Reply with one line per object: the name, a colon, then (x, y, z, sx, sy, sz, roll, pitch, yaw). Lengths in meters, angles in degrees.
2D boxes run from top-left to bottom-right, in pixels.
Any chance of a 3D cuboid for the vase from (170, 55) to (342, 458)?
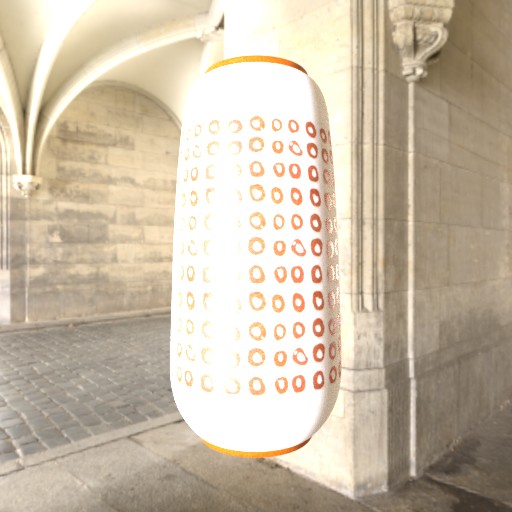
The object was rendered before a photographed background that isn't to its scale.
vase: (0.000, 0.000, 0.351, 0.133, 0.282, 0.133, 0, 0, 0)
